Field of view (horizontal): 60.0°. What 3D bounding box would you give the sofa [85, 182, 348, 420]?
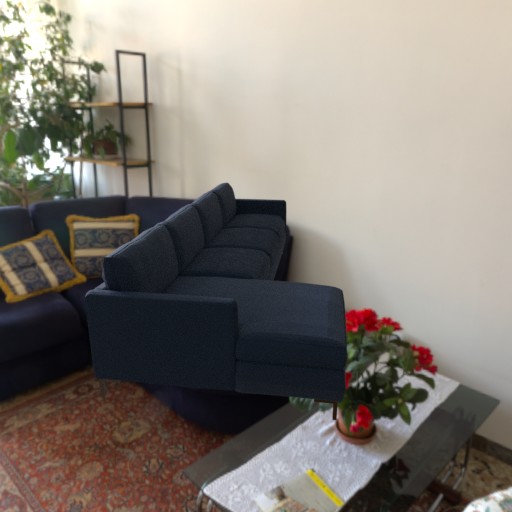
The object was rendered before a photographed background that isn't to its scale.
[{"bbox_3d":[0.000,0.000,2.984,1.128,0.679,2.450,3,17,8],"label":"sofa"}]
